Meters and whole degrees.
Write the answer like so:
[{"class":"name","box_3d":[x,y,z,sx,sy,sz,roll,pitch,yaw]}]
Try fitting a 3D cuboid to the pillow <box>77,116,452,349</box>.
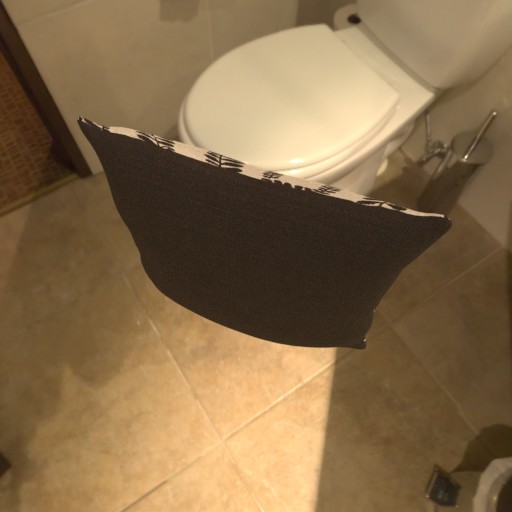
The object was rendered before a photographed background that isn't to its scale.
[{"class":"pillow","box_3d":[0.000,0.000,0.668,0.440,0.441,0.182,18,65,9]}]
